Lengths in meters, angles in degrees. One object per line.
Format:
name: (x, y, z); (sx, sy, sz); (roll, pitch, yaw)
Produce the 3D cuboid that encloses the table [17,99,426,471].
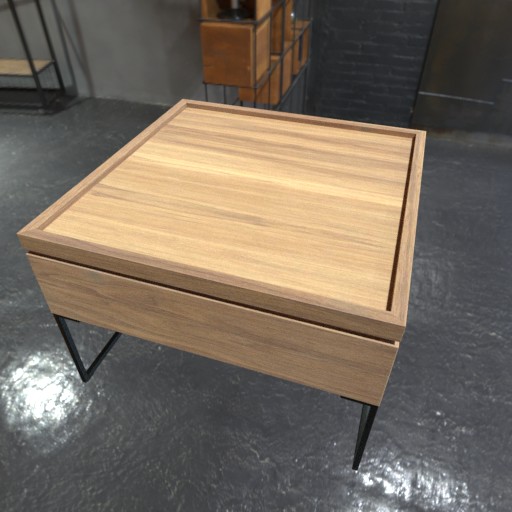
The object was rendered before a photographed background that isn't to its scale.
table: (0.000, 0.000, 1.104); (0.679, 0.464, 0.676); (12, 42, 14)
